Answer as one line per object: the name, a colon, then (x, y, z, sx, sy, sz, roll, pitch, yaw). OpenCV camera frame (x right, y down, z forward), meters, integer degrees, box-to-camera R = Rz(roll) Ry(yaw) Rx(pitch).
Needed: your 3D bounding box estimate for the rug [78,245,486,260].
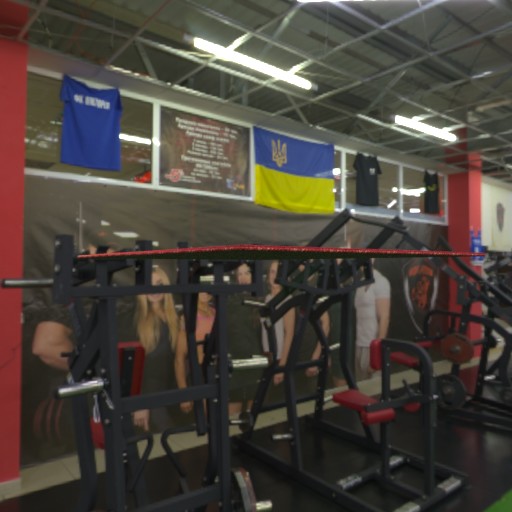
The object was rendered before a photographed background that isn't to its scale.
rug: (0.000, 0.000, 3.932, 2.340, 0.028, 2.905, 1, -2, -36)
